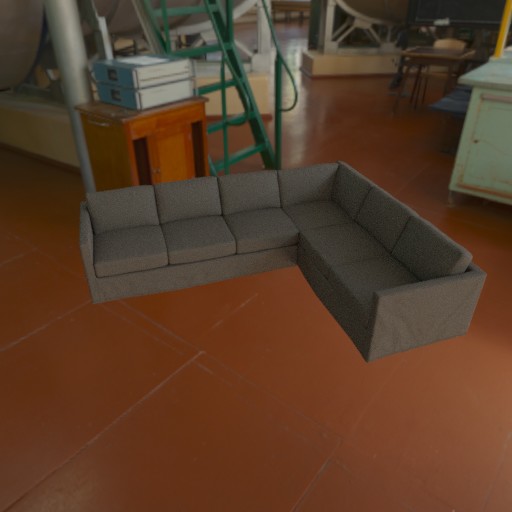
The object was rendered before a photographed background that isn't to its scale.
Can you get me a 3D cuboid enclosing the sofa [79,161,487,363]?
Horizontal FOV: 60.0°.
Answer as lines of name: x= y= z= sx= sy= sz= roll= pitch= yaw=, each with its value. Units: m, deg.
sofa: x=0.000 y=0.000 z=4.285 sx=3.182 sy=0.871 sz=2.432 roll=-10 pitch=34 yaw=-15
